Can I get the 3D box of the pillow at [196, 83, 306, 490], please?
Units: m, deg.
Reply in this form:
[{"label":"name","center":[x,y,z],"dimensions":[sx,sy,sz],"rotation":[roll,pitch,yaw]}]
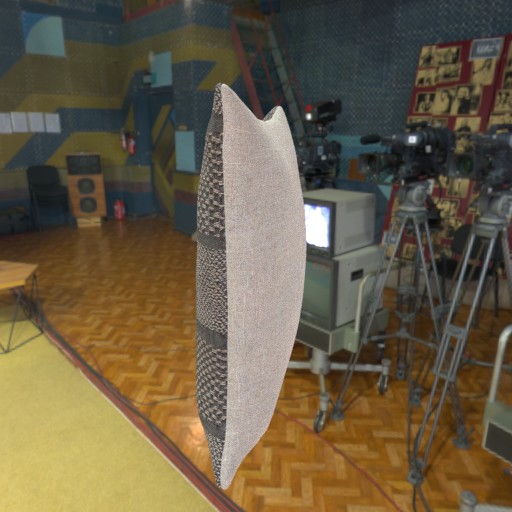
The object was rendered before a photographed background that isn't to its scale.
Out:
[{"label":"pillow","center":[0.000,0.000,0.642],"dimensions":[0.138,0.432,0.435],"rotation":[3,16,9]}]
